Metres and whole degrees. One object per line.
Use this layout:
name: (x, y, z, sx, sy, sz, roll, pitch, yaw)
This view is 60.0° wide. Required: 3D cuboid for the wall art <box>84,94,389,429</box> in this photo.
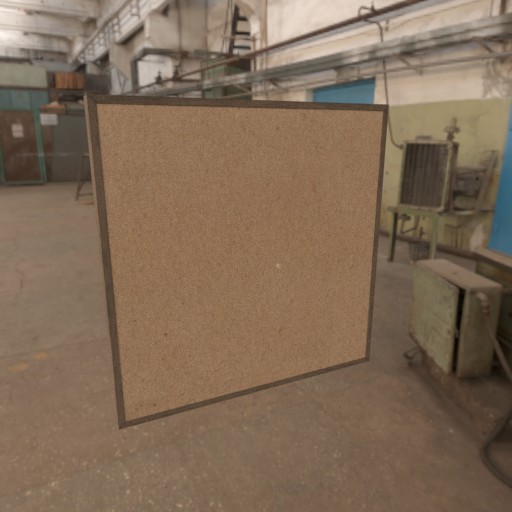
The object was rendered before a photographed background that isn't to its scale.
wall art: (0.000, 0.000, 0.767, 0.508, 0.508, 0.038, -7, 17, -25)
